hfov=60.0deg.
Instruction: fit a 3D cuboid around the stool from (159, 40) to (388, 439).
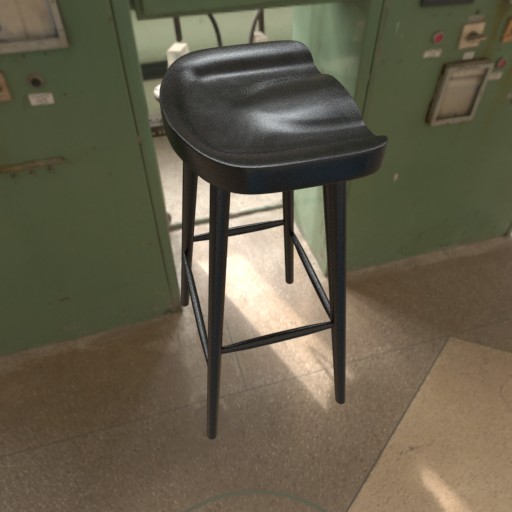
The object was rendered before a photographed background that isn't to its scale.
[{"bbox_3d":[0.000,0.000,0.975,0.361,0.749,0.440,-11,47,-11],"label":"stool"}]
